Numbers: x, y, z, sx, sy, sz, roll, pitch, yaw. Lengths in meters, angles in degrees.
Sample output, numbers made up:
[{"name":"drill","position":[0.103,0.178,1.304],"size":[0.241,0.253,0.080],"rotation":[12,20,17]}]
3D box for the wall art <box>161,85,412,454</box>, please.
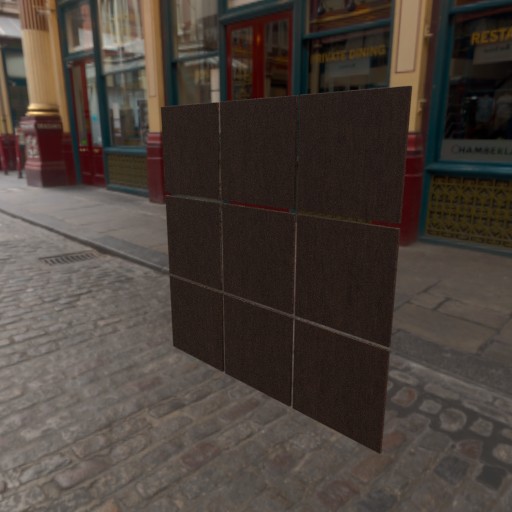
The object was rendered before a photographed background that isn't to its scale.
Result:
[{"name":"wall art","position":[0.000,0.000,2.276],"size":[1.527,1.525,0.014],"rotation":[14,20,42]}]
